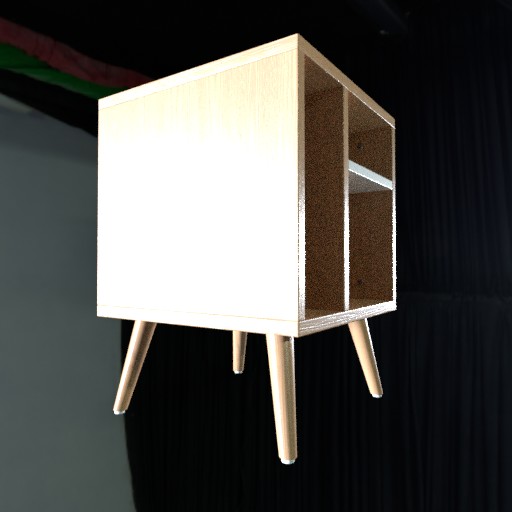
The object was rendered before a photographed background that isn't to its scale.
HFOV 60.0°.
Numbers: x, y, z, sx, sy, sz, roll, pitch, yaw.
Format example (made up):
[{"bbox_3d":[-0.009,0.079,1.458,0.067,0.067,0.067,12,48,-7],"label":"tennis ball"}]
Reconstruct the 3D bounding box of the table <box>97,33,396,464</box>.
[{"bbox_3d":[0.000,0.000,0.829,0.400,0.550,0.400,-1,-1,34],"label":"table"}]
